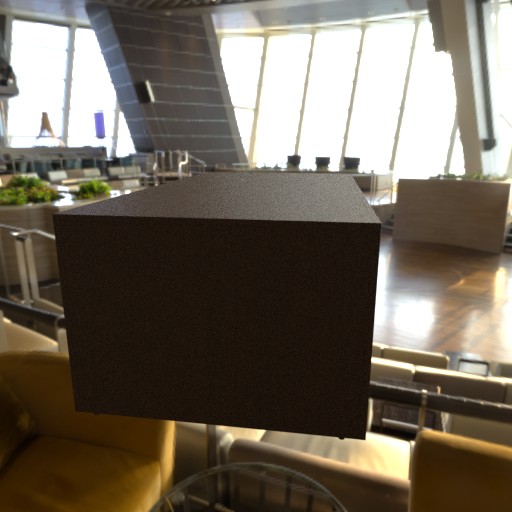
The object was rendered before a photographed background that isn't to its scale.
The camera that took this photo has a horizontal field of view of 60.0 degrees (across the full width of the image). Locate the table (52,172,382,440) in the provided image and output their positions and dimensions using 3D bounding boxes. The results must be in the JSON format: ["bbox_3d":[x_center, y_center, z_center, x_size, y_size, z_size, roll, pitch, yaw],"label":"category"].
[{"bbox_3d":[0.000,0.000,1.361,0.597,0.424,1.099,2,15,9],"label":"table"}]
